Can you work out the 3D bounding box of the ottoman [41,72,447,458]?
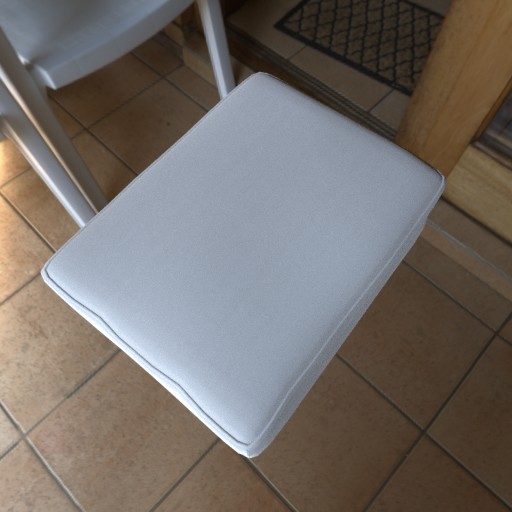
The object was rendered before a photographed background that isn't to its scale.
[{"bbox_3d":[0.000,0.000,1.200,0.634,0.479,0.818,35,69,16],"label":"ottoman"}]
